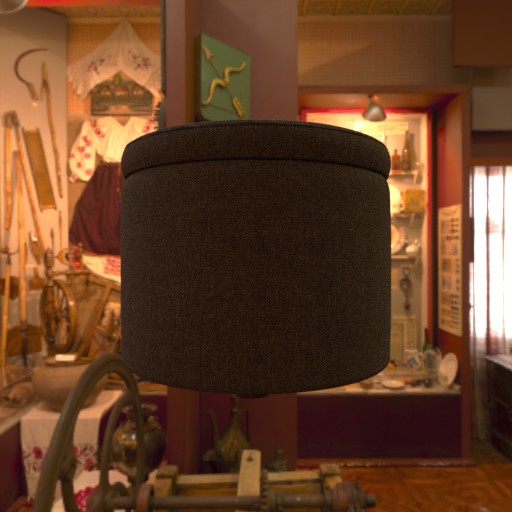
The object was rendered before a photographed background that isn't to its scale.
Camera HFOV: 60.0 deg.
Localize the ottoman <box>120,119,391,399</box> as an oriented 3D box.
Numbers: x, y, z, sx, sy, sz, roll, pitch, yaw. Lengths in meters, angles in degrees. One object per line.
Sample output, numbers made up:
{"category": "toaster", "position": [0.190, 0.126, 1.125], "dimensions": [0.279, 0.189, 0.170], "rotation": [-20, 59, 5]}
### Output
{"category": "ottoman", "position": [0.000, 0.000, 0.889], "dimensions": [0.520, 0.430, 0.520], "rotation": [0, 0, 0]}
